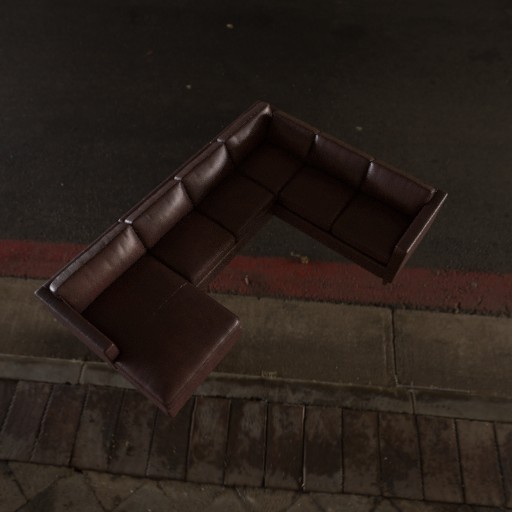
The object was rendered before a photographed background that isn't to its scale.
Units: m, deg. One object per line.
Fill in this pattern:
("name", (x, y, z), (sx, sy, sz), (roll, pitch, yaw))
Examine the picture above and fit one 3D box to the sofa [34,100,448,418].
("sofa", (0.000, 0.000, 4.488), (2.452, 0.891, 3.324), (33, 63, 19))
